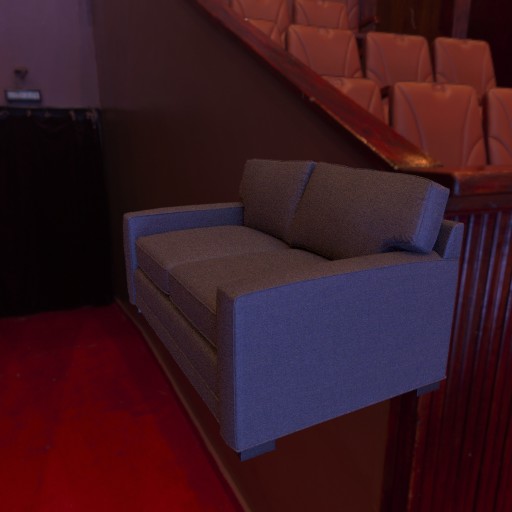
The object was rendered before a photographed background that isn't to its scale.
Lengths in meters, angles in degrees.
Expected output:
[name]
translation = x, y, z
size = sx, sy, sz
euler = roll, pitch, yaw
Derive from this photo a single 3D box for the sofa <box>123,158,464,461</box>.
[sofa]
translation = 0.000, 0.000, 2.152
size = 0.974, 0.887, 1.534
euler = -8, 17, -26
